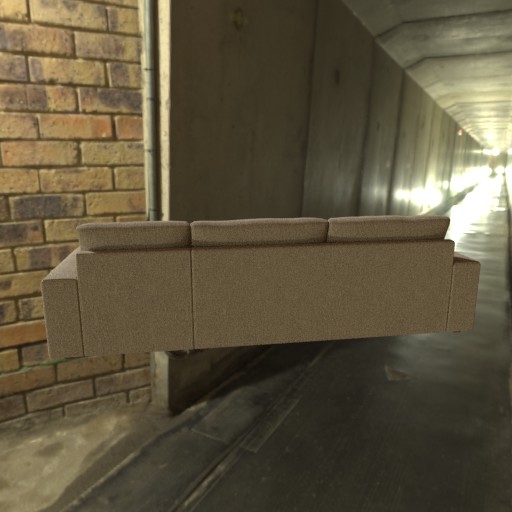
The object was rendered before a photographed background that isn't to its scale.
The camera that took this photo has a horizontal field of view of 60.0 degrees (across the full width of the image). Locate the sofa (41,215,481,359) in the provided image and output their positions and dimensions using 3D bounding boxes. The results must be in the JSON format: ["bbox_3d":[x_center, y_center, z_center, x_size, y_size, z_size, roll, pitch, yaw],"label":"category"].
[{"bbox_3d":[0.000,0.000,3.520,2.718,0.813,1.689,-2,14,-9],"label":"sofa"}]
